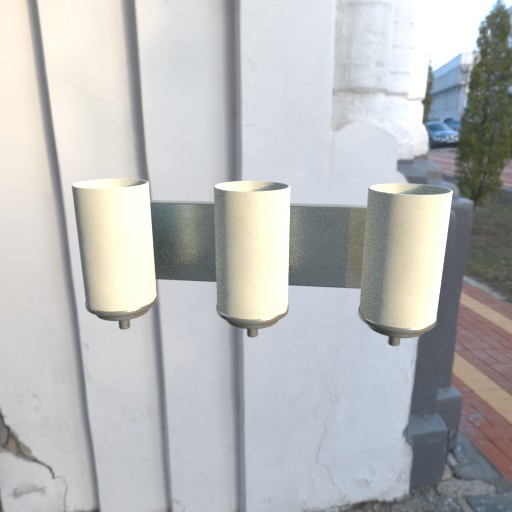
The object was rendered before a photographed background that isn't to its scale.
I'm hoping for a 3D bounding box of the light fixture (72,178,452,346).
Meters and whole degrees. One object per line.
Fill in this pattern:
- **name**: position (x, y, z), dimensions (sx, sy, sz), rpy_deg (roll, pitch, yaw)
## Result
- **light fixture**: position (0.000, 0.000, 0.516), dimensions (0.451, 0.172, 0.145), rpy_deg (2, 17, 7)
